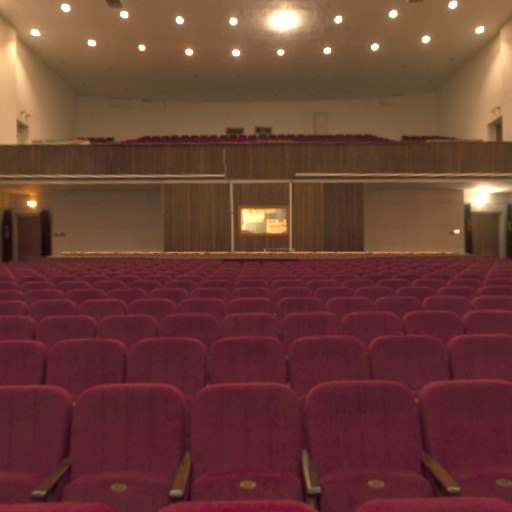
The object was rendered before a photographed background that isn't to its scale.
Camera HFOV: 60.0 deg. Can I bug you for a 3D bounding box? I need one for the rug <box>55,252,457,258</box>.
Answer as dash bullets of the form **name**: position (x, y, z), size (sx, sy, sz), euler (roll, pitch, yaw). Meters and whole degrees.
- **rug**: position (0.000, 0.000, 4.884), size (2.892, 0.036, 3.585), euler (0, -1, 0)
